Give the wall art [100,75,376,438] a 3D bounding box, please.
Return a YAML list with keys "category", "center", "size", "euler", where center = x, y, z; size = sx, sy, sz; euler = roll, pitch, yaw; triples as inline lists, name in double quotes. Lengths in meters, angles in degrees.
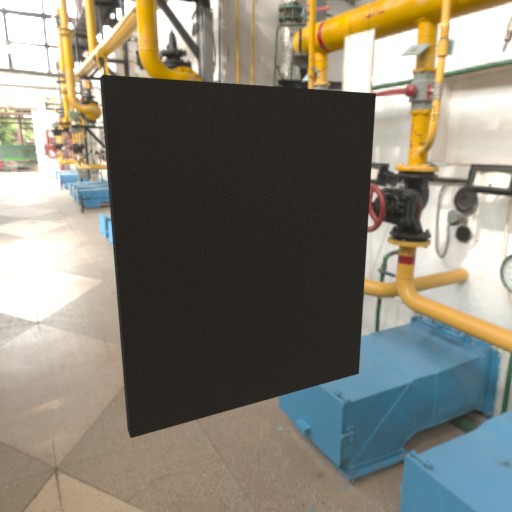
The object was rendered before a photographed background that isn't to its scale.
- category: "wall art"
  center: [0.000, 0.000, 0.700]
  size: [0.428, 0.505, 0.023]
  euler: [-7, 15, -26]
